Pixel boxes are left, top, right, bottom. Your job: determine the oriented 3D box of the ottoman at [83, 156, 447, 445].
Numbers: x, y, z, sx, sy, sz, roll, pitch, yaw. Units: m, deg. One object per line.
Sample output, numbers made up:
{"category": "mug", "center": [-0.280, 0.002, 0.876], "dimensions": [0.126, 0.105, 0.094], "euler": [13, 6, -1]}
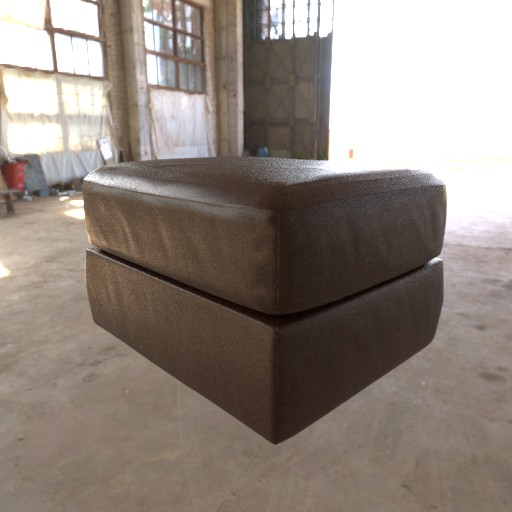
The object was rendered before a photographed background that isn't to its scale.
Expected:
{"category": "ottoman", "center": [0.000, 0.000, 1.126], "dimensions": [0.603, 0.476, 0.751], "euler": [-14, 21, -42]}
